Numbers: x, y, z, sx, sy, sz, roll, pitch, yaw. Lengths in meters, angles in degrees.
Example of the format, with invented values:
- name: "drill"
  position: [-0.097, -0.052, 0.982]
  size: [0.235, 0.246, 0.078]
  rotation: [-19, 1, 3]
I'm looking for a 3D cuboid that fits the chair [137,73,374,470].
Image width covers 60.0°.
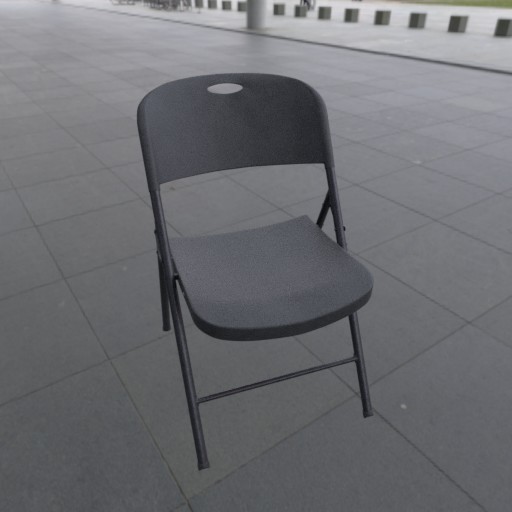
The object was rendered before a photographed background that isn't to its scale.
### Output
- name: "chair"
  position: [0.000, 0.000, 1.159]
  size: [0.494, 0.810, 0.567]
  rotation: [-10, 33, -16]
